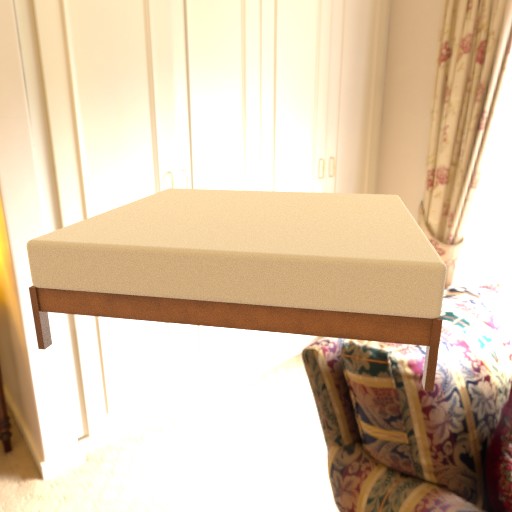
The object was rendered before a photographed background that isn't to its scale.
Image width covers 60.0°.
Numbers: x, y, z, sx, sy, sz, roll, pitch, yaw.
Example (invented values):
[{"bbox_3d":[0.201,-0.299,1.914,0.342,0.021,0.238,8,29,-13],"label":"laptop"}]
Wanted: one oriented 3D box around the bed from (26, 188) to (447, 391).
[{"bbox_3d":[0.000,0.000,3.049,2.049,0.616,1.930,3,17,11],"label":"bed"}]
